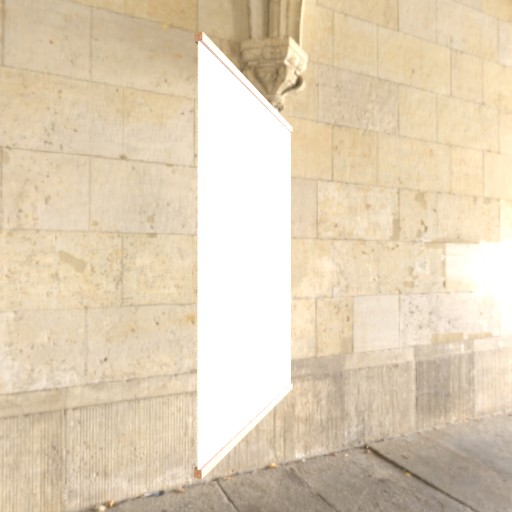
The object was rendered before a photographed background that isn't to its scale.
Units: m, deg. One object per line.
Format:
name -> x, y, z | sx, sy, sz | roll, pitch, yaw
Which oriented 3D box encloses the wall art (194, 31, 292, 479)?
wall art -> 0.000, 0.000, 0.819 | 0.012, 0.608, 0.459 | 0, -1, 20
